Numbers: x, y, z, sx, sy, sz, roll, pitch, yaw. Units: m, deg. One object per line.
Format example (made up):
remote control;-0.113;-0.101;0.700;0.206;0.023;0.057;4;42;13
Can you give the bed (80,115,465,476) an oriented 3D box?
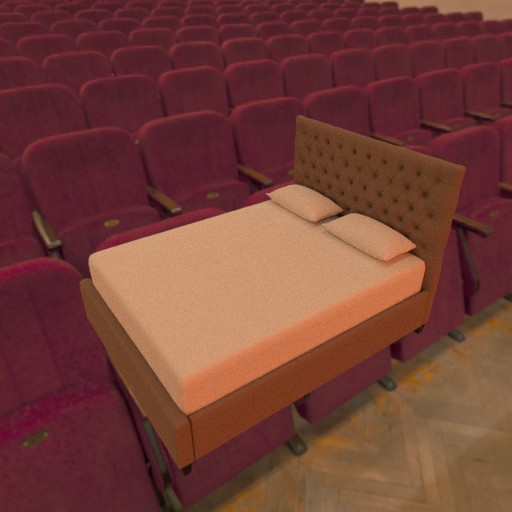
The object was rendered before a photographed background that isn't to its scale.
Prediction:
bed;0.000;0.000;3.299;2.233;1.426;1.696;-20;37;-30
